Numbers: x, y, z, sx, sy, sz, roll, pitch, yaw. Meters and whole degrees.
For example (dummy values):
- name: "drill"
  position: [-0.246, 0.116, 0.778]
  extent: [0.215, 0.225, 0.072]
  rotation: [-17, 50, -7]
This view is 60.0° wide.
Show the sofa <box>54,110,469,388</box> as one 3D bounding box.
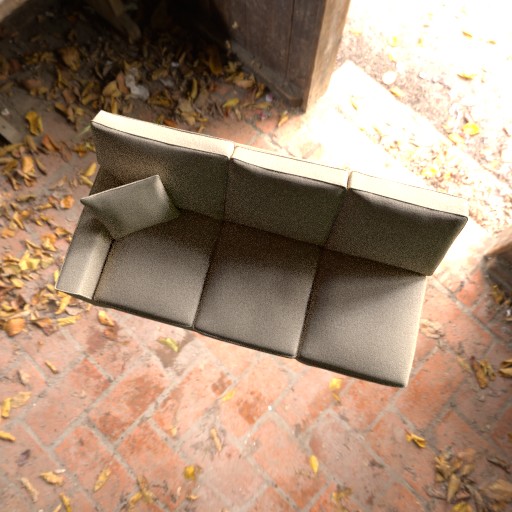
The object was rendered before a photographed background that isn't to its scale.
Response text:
- name: "sofa"
  position: [0.000, 0.000, 2.546]
  extent: [1.962, 0.946, 1.034]
  rotation: [14, 77, 4]
